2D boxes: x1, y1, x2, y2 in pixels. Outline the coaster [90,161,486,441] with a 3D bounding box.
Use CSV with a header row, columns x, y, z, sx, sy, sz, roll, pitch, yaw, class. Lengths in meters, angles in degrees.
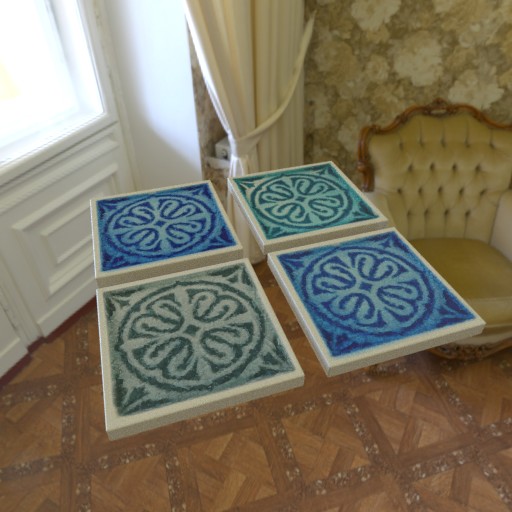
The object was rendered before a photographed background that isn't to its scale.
x,y,z,sx,sy,sz,roll,pitch,yaw,class
0.000,0.000,0.317,0.219,0.010,0.214,-12,41,-14,coaster
